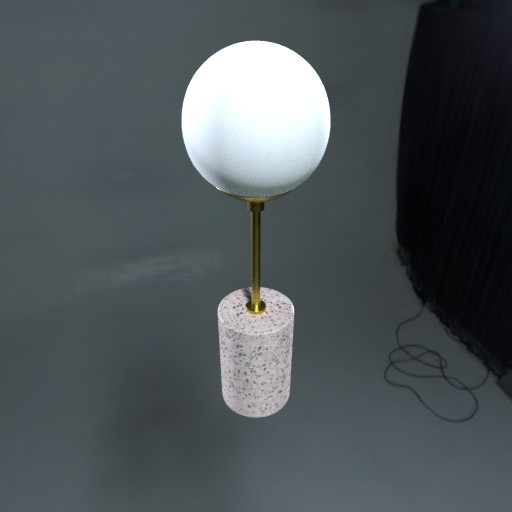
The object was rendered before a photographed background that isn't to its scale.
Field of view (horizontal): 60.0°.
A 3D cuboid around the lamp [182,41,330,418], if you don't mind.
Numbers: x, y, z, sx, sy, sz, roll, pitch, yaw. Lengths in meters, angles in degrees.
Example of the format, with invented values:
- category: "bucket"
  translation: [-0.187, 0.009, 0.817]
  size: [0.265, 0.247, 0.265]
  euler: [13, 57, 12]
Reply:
- category: "lamp"
  translation: [0.000, 0.000, 0.548]
  size: [0.153, 0.480, 0.153]
  euler: [0, 32, 0]
